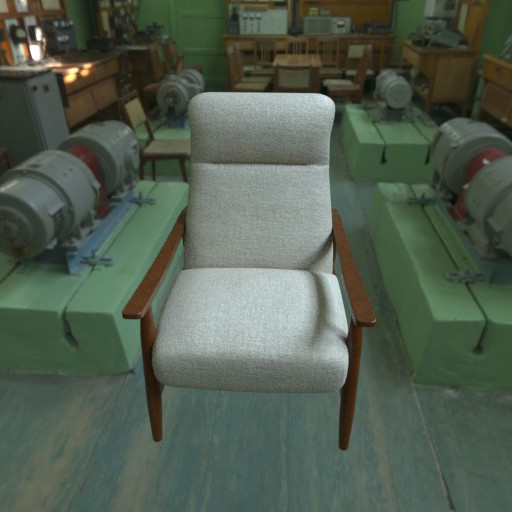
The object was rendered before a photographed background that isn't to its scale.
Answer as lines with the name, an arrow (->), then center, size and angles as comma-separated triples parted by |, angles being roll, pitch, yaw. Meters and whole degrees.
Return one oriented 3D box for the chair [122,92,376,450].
chair -> 0.000, 0.000, 1.787 | 0.762, 1.082, 1.014 | 2, 31, 3
